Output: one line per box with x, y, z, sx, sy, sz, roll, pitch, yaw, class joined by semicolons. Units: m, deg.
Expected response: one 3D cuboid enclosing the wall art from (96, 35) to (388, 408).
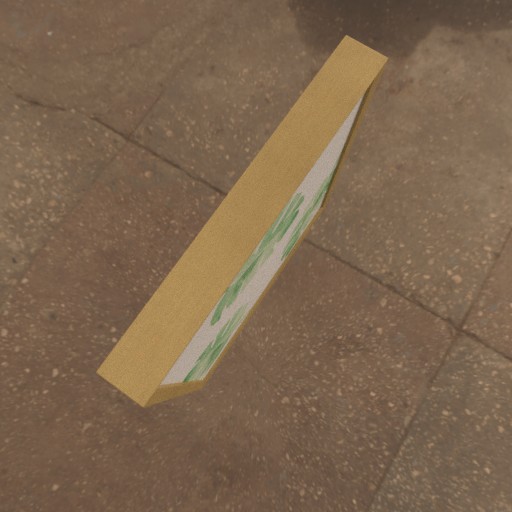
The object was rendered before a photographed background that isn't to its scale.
0.000;0.000;0.455;0.038;0.305;0.305;33;78;8;wall art
